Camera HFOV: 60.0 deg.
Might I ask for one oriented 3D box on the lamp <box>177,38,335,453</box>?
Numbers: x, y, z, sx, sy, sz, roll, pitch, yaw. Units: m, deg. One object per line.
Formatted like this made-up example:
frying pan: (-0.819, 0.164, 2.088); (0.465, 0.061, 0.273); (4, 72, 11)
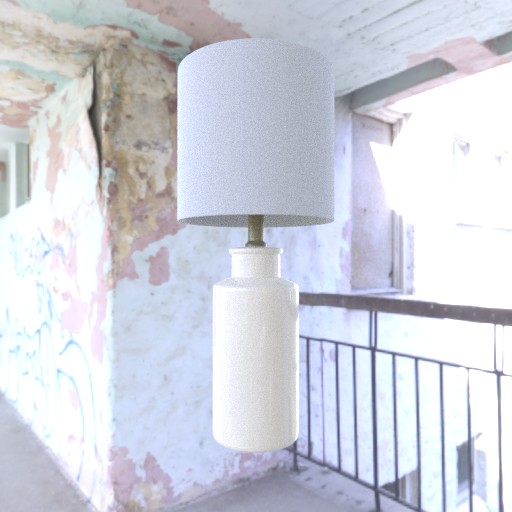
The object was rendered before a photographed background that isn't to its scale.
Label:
lamp: (0.000, 0.000, 0.607); (0.212, 0.493, 0.212); (0, -1, -37)
